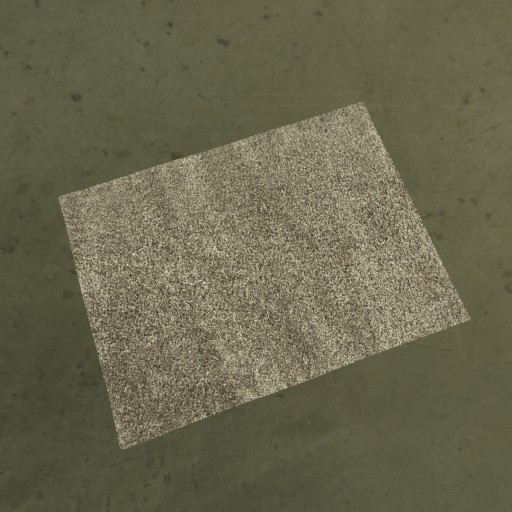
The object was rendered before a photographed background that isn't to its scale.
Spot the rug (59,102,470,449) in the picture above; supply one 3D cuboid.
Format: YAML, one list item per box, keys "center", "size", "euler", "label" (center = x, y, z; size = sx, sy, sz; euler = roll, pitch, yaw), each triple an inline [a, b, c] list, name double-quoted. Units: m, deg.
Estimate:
- center: [0.000, 0.000, 2.061]
  size: [1.601, 0.025, 1.198]
  euler: [-19, 74, -6]
  label: "rug"
